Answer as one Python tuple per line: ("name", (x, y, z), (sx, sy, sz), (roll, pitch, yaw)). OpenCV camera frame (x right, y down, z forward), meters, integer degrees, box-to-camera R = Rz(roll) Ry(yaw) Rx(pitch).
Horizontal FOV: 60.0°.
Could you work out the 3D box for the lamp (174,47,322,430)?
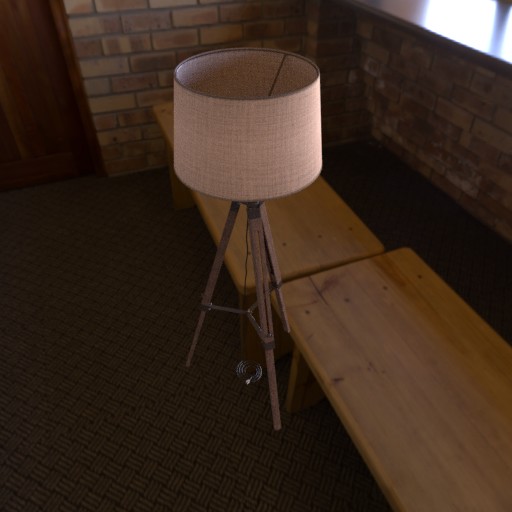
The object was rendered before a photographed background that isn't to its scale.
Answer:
("lamp", (0.000, 0.000, 1.815), (0.604, 1.510, 0.587), (26, 48, 26))
